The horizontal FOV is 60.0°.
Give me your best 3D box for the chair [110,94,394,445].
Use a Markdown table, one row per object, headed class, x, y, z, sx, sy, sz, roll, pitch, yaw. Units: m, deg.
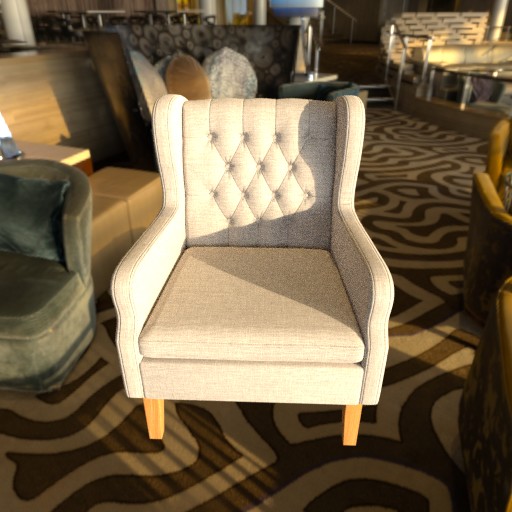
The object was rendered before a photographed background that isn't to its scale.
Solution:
| class | x | y | z | sx | sy | sz | roll | pitch | yaw |
| --- | --- | --- | --- | --- | --- | --- | --- | --- | --- |
| chair | 0.000 | 0.000 | 1.448 | 0.710 | 0.930 | 0.760 | 1 | 29 | 2 |
